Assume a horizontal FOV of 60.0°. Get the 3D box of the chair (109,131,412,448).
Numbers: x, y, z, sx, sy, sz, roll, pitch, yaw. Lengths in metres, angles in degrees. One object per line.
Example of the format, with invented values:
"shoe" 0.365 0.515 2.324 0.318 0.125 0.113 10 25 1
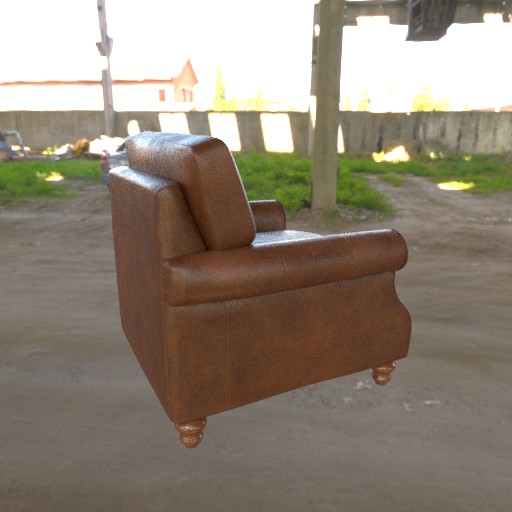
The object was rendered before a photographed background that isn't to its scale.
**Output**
"chair" 0.000 0.000 1.790 0.992 0.972 0.989 -8 17 -26
